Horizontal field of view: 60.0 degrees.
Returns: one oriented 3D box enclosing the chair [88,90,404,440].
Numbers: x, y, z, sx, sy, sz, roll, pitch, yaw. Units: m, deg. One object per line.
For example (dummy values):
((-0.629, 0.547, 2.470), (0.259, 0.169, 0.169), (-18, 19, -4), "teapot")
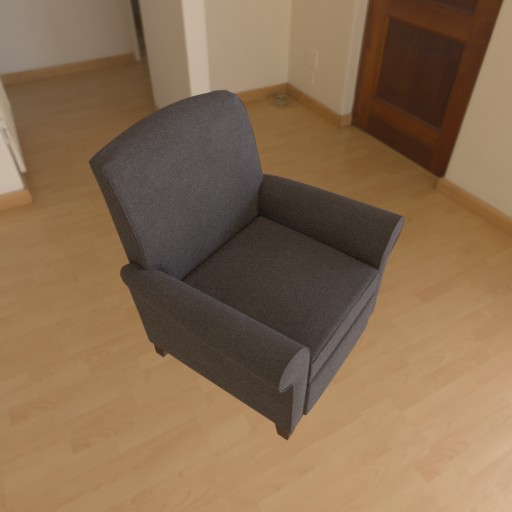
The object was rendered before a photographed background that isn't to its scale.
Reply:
((0.000, 0.000, 1.832), (0.905, 1.061, 0.978), (25, 48, 26), "chair")
